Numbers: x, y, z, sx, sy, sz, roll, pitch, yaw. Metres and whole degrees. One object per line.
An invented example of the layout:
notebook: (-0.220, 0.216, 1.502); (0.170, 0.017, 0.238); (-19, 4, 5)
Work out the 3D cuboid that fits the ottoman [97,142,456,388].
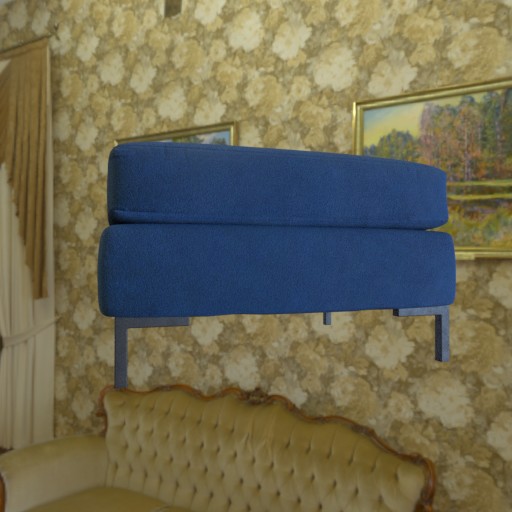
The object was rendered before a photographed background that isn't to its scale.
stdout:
ottoman: (0.000, 0.000, 1.202); (0.794, 0.485, 0.655); (0, -1, -17)
